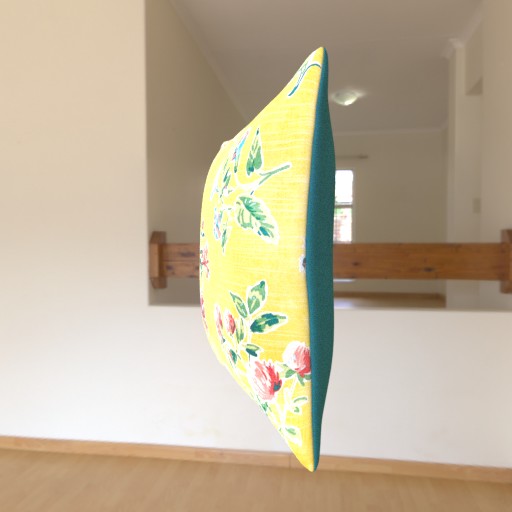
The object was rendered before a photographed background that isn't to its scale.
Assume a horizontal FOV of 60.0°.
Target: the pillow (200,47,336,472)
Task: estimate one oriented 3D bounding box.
[{"bbox_3d":[0.000,0.000,0.776,0.166,0.508,0.525,-1,2,-17],"label":"pillow"}]
